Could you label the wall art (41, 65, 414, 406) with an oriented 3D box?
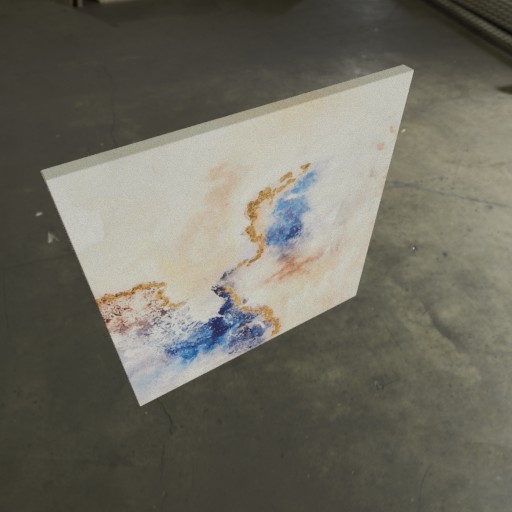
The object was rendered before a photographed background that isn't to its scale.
[{"bbox_3d":[0.000,0.000,1.269,0.889,0.889,0.038,-23,50,-21],"label":"wall art"}]
